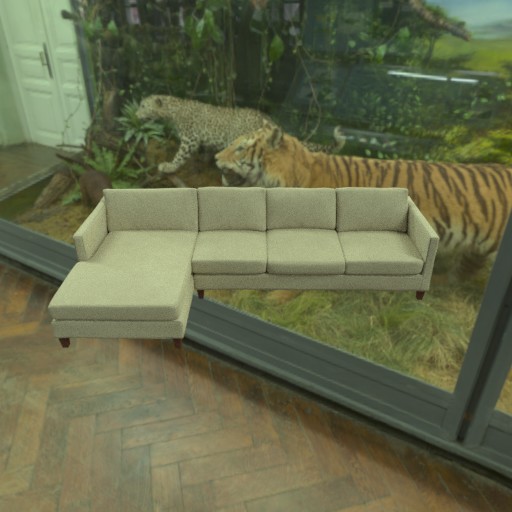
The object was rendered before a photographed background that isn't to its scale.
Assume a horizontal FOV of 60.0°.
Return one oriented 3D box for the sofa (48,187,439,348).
[{"bbox_3d":[0.000,0.000,4.033,3.186,0.846,1.625,0,30,0],"label":"sofa"}]
